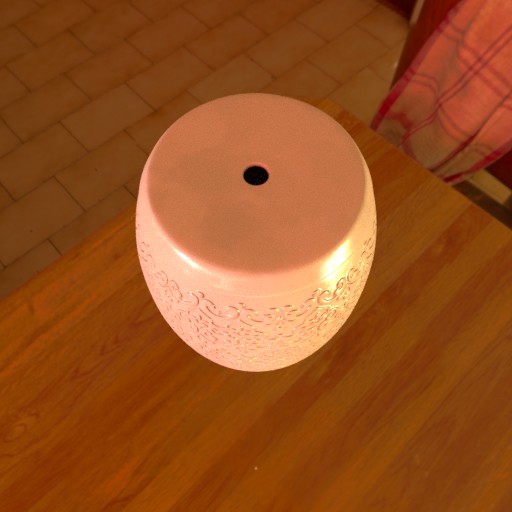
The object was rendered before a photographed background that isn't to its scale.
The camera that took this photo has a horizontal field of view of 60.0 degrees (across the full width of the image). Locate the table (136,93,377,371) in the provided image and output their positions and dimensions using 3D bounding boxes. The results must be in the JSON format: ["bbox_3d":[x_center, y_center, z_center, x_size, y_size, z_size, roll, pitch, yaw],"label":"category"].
[{"bbox_3d":[0.000,0.000,0.637,0.309,0.397,0.309,0,64,0],"label":"table"}]
